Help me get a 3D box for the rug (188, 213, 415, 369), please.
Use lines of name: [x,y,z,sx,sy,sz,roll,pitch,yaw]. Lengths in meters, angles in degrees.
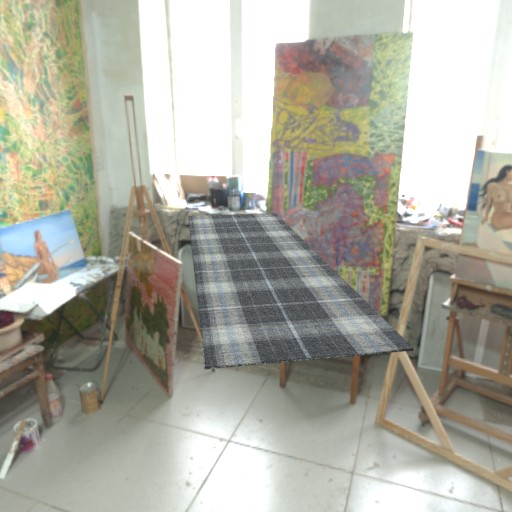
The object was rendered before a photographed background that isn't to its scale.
rug: [0.000,0.000,2.680,0.760,0.012,2.434,-3,18,-9]
